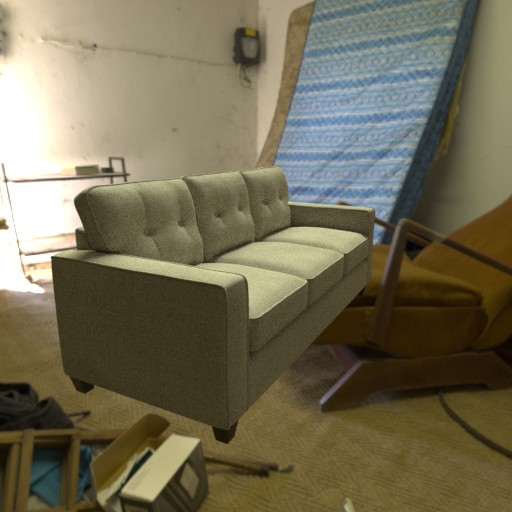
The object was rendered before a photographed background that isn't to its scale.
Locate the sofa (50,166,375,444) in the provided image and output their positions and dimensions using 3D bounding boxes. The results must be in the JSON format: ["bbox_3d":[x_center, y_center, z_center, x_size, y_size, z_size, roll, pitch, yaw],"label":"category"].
[{"bbox_3d":[0.000,0.000,2.655,0.939,0.965,2.133,8,16,27],"label":"sofa"}]
